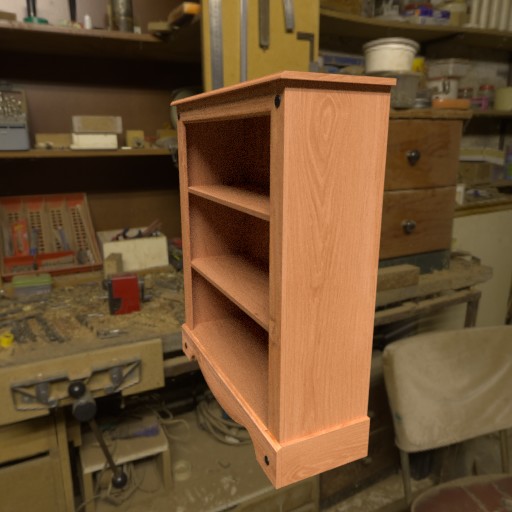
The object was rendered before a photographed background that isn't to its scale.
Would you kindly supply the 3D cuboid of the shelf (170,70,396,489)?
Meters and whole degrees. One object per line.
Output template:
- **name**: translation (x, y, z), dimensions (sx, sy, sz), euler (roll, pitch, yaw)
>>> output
- **shelf**: translation (0.000, 0.000, 1.412), dimensions (0.291, 0.980, 0.840), euler (-7, 16, -24)
